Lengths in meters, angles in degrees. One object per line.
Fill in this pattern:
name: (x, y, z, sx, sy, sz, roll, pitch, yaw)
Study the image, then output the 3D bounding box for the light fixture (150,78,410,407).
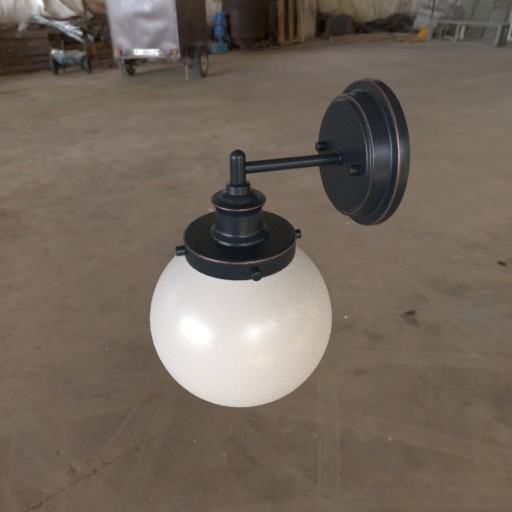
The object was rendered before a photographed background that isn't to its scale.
light fixture: (0.000, 0.000, 0.456, 0.230, 0.332, 0.197, -9, 33, -14)
